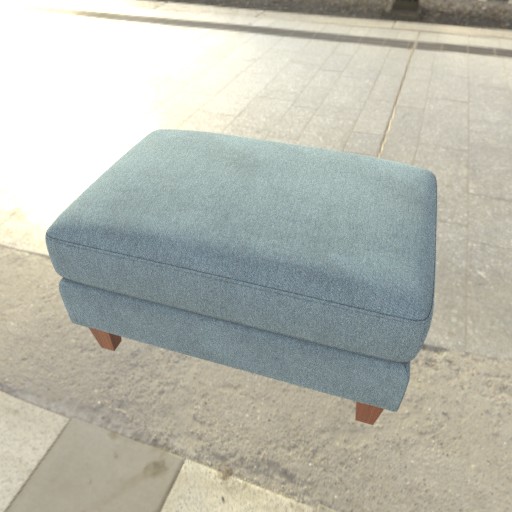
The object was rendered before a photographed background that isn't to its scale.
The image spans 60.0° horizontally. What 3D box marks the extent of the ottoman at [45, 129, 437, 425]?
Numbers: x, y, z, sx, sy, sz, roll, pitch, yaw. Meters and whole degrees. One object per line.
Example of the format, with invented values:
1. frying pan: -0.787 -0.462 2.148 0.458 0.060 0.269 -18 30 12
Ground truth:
1. ottoman: 0.000 0.000 1.205 0.864 0.483 0.584 12 43 13
